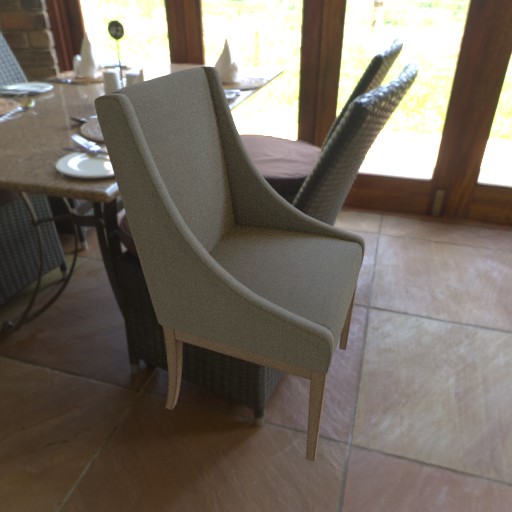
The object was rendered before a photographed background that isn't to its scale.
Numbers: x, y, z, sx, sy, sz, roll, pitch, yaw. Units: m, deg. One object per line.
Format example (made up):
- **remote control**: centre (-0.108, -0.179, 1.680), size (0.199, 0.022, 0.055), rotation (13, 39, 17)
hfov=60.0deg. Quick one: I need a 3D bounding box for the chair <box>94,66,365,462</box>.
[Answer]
- **chair**: centre (0.000, 0.000, 1.384), size (0.611, 1.021, 0.575), rotation (11, 32, 17)
